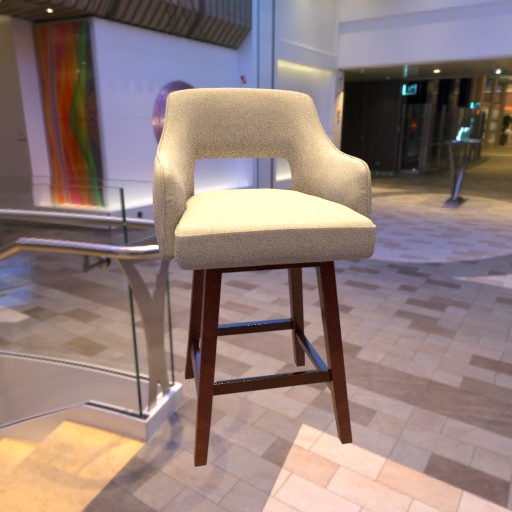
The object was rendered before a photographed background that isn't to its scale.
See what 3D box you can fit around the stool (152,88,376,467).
[{"bbox_3d":[0.000,0.000,1.261,0.550,0.936,0.560,-3,17,-12],"label":"stool"}]
